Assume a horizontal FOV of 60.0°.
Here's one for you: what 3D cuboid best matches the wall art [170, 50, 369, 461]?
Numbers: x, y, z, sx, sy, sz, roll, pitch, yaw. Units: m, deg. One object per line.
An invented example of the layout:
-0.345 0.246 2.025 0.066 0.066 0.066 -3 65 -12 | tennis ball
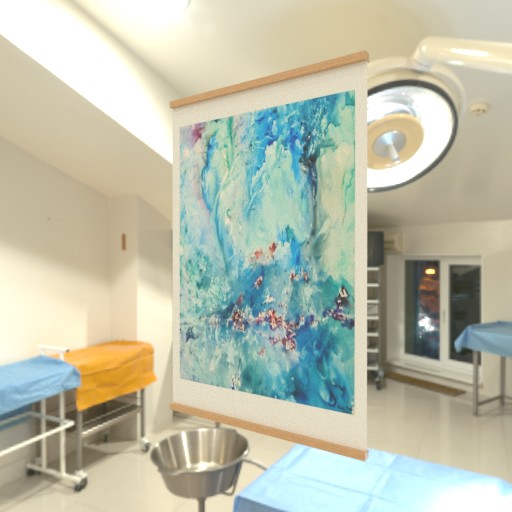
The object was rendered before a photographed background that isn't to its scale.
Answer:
0.000 0.000 0.648 0.335 0.510 0.013 0 0 34 | wall art
